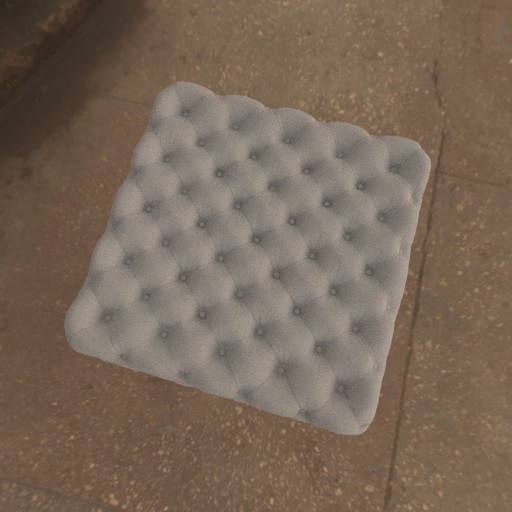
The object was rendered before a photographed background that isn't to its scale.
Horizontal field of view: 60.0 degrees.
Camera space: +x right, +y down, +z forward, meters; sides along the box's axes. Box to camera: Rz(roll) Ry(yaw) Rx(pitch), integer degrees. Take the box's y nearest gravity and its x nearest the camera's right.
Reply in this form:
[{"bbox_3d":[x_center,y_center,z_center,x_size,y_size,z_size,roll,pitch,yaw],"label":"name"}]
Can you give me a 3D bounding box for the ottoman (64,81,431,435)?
[{"bbox_3d":[0.000,0.000,1.467,0.911,0.439,0.917,16,76,4],"label":"ottoman"}]
